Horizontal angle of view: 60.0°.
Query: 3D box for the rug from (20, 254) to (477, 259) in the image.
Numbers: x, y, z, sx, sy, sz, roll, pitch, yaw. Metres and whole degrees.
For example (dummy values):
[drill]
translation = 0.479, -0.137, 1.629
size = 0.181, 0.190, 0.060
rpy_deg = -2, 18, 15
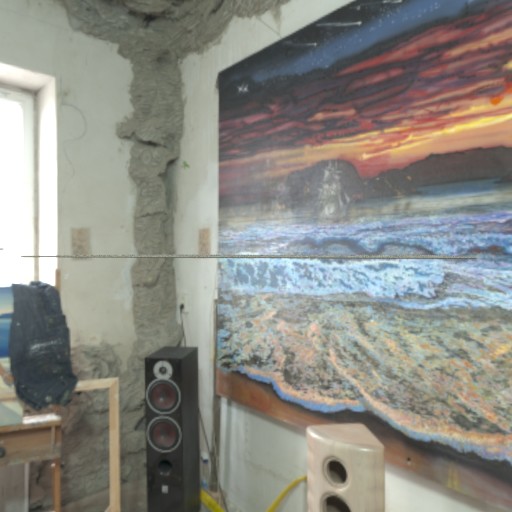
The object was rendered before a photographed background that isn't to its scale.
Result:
[rug]
translation = 0.000, 0.000, 2.963
size = 2.438, 0.008, 1.523
rpy_deg = 0, 1, 17
